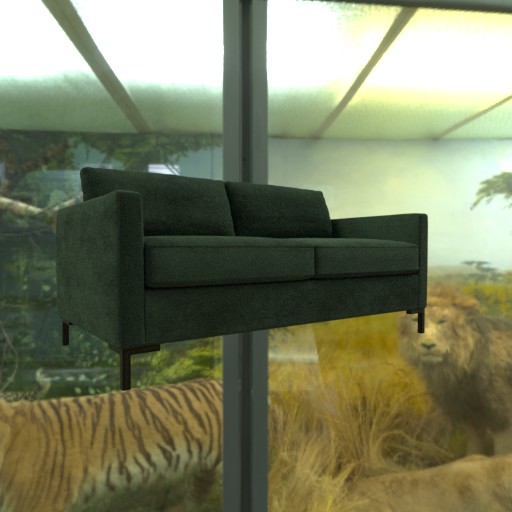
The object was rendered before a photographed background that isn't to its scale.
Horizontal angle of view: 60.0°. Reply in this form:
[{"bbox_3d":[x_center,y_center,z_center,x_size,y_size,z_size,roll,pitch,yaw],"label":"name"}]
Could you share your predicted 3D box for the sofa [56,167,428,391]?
[{"bbox_3d":[0.000,0.000,2.175,1.676,0.817,0.875,-1,1,-36],"label":"sofa"}]
